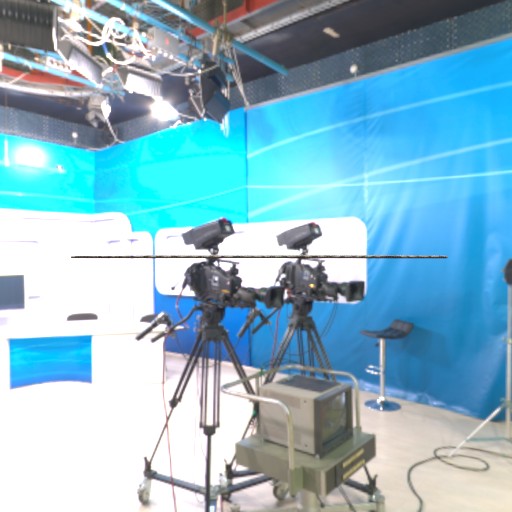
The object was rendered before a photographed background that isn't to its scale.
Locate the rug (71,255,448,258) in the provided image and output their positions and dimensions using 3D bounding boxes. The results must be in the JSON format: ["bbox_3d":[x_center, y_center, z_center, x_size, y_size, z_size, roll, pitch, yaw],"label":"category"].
[{"bbox_3d":[0.000,0.000,2.993,1.517,0.011,2.435,0,0,-1],"label":"rug"}]
